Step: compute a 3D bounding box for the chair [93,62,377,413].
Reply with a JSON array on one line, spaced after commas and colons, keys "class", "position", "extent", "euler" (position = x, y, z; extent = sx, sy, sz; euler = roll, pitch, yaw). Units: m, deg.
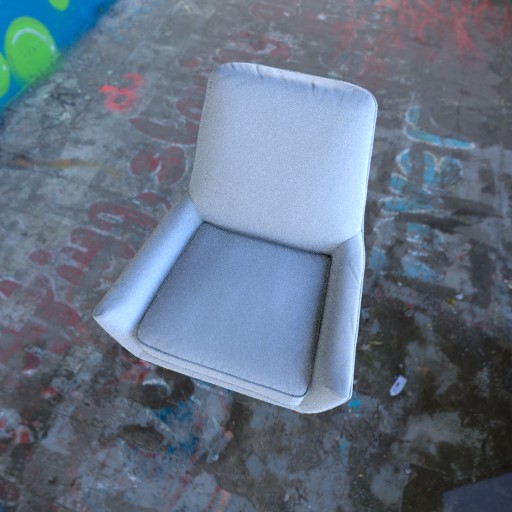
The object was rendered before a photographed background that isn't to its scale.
[{"class": "chair", "position": [0.000, 0.000, 1.486], "extent": [0.787, 0.888, 0.822], "euler": [15, 58, 10]}]
